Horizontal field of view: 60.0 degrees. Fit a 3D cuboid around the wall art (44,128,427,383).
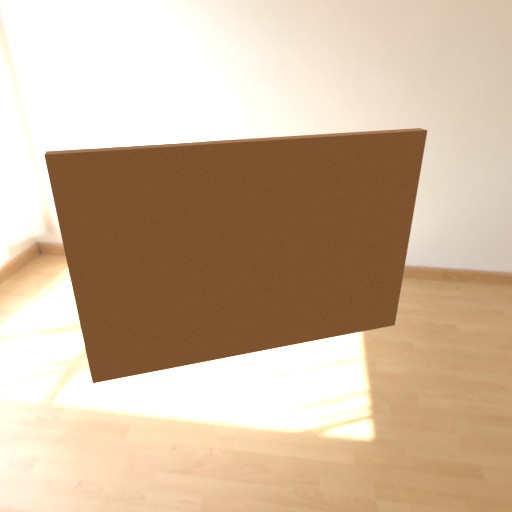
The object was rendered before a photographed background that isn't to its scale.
[{"bbox_3d":[0.000,0.000,1.174,0.915,0.608,0.033,-8,27,-15],"label":"wall art"}]
